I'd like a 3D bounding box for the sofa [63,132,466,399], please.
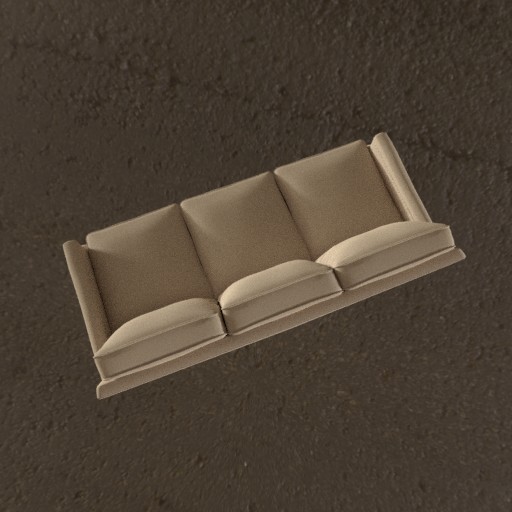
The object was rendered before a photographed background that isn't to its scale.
[{"bbox_3d":[0.000,0.000,2.877,2.246,1.003,1.084,-20,75,-6],"label":"sofa"}]
